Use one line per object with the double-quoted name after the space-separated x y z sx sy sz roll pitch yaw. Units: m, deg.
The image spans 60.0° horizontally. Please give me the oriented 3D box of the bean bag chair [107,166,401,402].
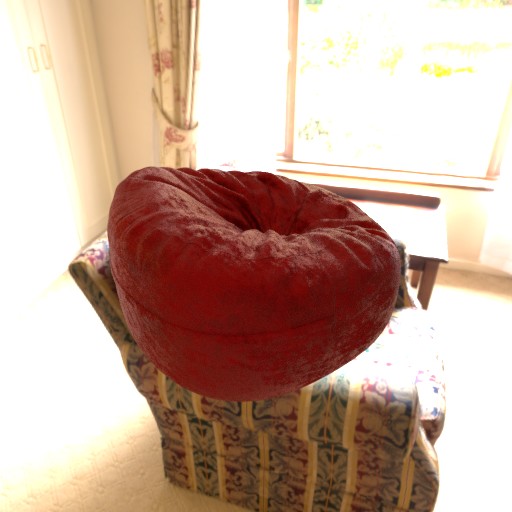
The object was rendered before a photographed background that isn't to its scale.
0.000 0.000 2.452 1.524 0.878 1.524 -11 32 -19 "bean bag chair"
